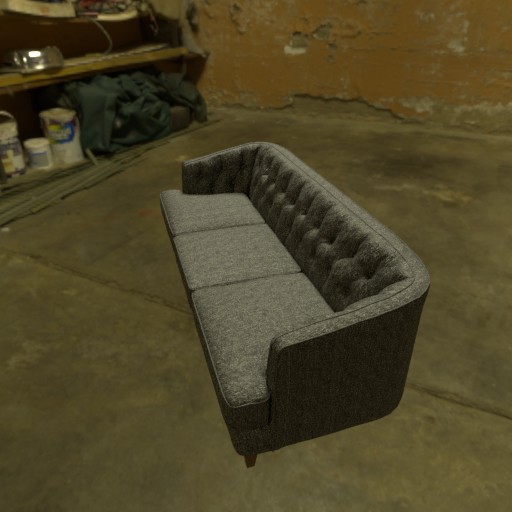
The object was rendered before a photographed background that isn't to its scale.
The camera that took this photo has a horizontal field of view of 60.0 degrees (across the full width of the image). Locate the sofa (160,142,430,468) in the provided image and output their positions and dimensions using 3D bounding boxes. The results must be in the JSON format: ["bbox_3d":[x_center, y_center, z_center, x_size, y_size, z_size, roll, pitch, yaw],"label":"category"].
[{"bbox_3d":[0.000,0.000,2.717,0.941,0.855,2.278,-9,31,-15],"label":"sofa"}]
